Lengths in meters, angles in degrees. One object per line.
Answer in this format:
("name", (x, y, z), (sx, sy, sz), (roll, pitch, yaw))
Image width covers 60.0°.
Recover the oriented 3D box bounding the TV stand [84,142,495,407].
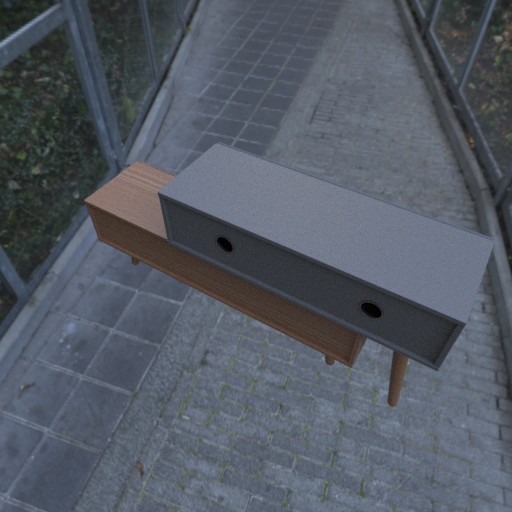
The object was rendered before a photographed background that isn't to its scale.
("TV stand", (0.000, 0.000, 1.568), (1.336, 0.591, 0.329), (24, 51, 21))
